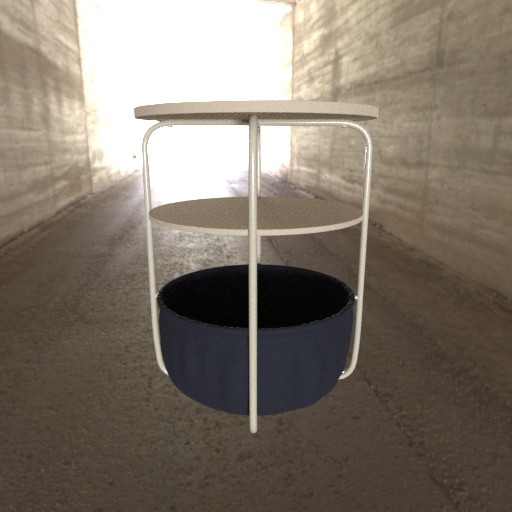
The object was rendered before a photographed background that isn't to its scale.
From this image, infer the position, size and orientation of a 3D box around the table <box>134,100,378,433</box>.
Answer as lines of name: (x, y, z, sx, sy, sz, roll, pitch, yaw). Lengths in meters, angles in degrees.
table: (0.000, 0.000, 0.851, 0.418, 0.532, 0.418, -13, 20, -42)
